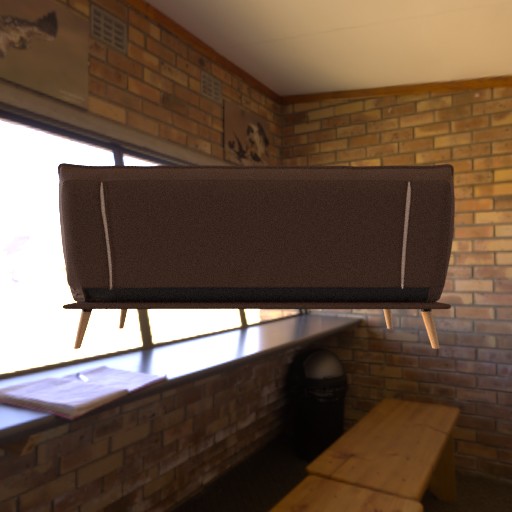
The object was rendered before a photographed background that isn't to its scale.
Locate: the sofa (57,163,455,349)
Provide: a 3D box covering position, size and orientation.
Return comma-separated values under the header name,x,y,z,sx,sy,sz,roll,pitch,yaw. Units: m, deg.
name,x,y,z,sx,sy,sz,roll,pitch,yaw
sofa,0.000,0.000,2.451,1.940,0.890,0.950,0,-2,0
